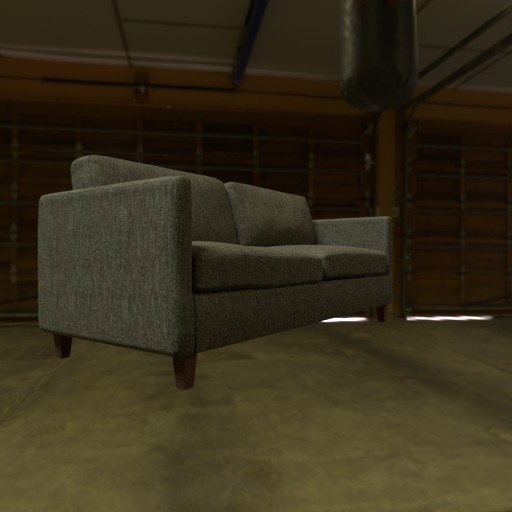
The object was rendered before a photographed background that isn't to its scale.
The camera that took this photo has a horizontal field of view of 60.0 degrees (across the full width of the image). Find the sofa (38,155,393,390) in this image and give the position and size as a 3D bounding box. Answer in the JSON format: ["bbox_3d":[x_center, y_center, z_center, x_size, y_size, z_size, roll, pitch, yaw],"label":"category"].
[{"bbox_3d":[0.000,0.000,2.665,0.948,0.960,2.208,0,0,36],"label":"sofa"}]
